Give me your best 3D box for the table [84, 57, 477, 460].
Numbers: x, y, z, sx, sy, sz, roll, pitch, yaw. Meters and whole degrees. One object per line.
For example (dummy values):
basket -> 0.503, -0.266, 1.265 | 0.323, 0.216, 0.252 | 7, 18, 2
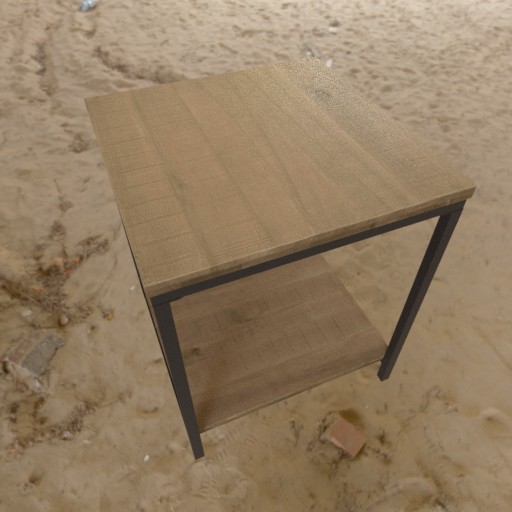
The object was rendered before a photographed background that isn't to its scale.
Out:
table -> 0.000, 0.000, 0.969 | 0.503, 0.589, 0.507 | -17, 49, -16
